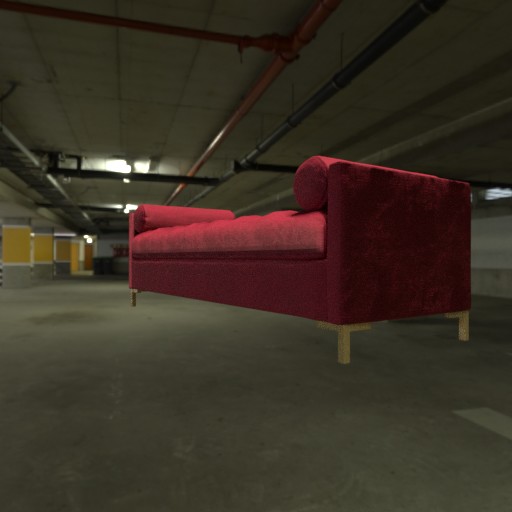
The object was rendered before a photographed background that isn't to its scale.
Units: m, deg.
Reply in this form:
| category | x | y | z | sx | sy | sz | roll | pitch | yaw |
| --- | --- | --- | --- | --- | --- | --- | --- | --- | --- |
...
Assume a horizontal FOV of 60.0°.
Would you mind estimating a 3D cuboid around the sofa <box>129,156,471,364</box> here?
| category | x | y | z | sx | sy | sz | roll | pitch | yaw |
| --- | --- | --- | --- | --- | --- | --- | --- | --- | --- |
| sofa | 0.000 | 0.000 | 2.488 | 0.796 | 0.705 | 2.102 | 0 | 0 | -35 |
